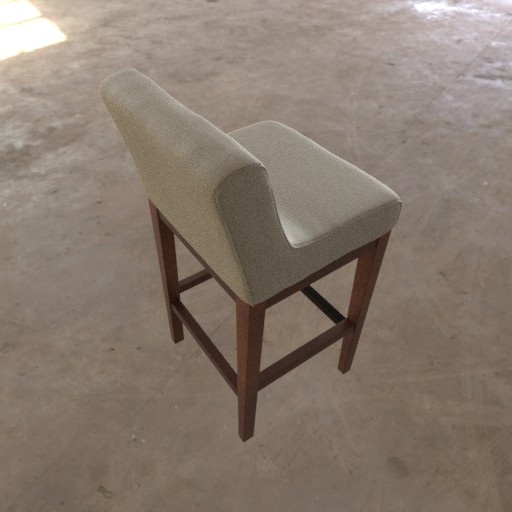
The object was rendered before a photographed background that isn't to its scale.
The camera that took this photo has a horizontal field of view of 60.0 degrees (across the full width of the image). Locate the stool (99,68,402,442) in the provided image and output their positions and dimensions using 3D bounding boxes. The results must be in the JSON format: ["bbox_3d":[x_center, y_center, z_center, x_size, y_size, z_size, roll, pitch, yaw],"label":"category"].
[{"bbox_3d":[0.000,0.000,1.205,0.500,0.937,0.511,-25,48,-25],"label":"stool"}]
